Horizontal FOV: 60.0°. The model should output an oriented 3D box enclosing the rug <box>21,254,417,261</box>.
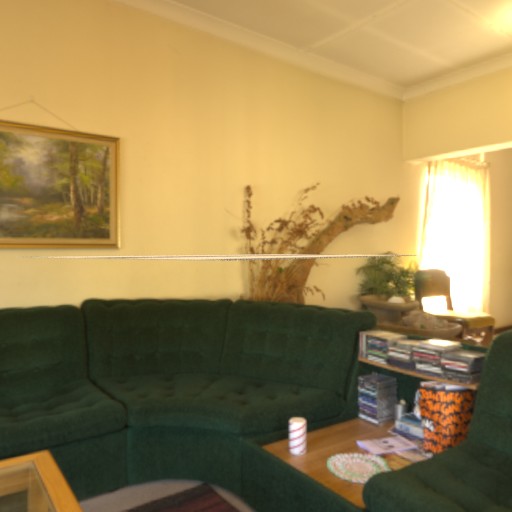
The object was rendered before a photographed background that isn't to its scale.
[{"bbox_3d":[0.000,0.000,2.977,1.519,0.003,2.453,0,1,37],"label":"rug"}]
